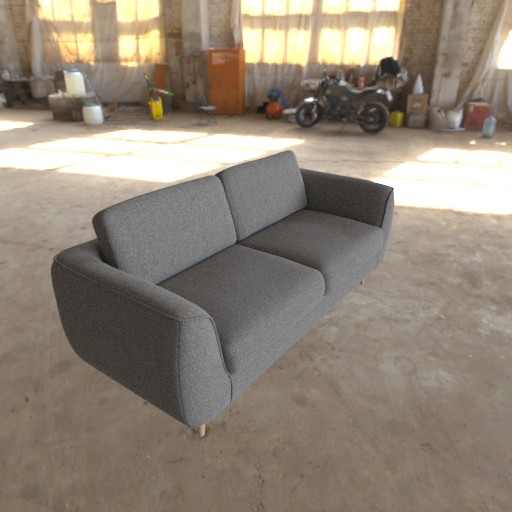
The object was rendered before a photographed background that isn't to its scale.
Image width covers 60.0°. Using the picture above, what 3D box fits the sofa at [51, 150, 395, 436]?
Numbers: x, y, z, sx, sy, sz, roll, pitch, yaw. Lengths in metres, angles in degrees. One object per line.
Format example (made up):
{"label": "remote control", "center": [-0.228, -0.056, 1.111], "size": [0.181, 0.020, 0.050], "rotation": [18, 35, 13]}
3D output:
{"label": "sofa", "center": [0.000, 0.000, 2.464], "size": [0.920, 0.870, 2.000], "rotation": [18, 31, 32]}
